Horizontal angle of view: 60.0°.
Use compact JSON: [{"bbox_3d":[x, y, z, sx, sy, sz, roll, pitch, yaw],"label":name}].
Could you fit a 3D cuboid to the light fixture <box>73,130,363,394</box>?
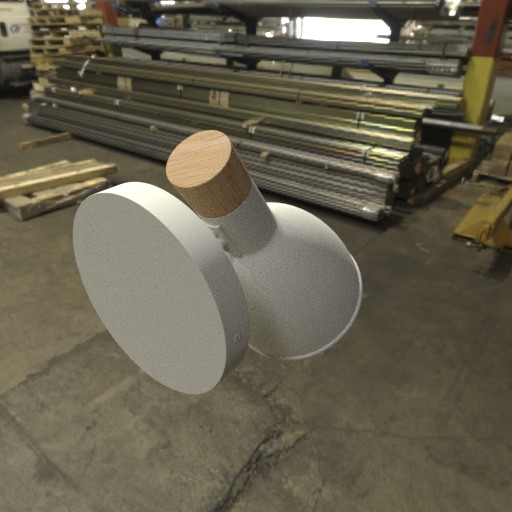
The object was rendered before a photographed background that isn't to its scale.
[{"bbox_3d":[0.000,0.000,0.328,0.127,0.199,0.209,22,37,32],"label":"light fixture"}]
